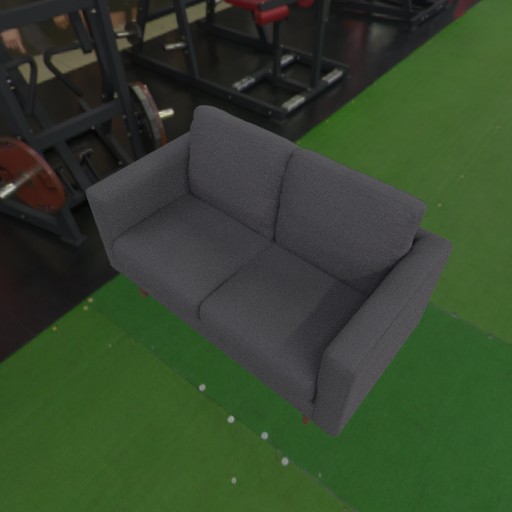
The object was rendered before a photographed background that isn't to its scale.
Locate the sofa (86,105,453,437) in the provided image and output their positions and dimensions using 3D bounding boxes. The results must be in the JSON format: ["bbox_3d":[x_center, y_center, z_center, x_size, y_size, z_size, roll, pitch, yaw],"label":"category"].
[{"bbox_3d":[0.000,0.000,2.049,1.430,0.908,0.796,32,54,26],"label":"sofa"}]
